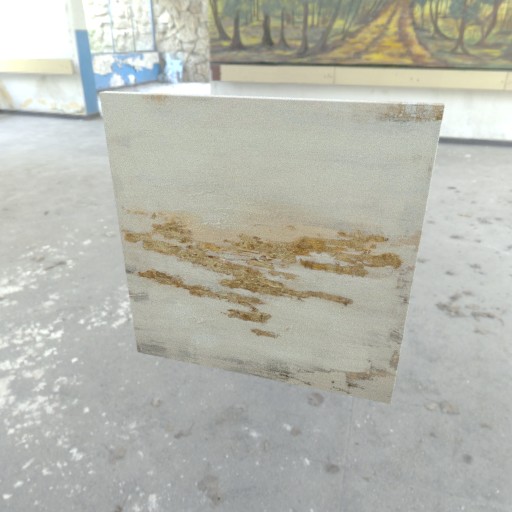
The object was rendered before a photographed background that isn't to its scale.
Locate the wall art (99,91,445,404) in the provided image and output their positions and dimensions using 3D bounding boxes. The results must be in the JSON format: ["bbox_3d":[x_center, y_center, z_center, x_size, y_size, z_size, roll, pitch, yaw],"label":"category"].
[{"bbox_3d":[0.000,0.000,1.500,1.015,1.018,0.040,8,27,15],"label":"wall art"}]
